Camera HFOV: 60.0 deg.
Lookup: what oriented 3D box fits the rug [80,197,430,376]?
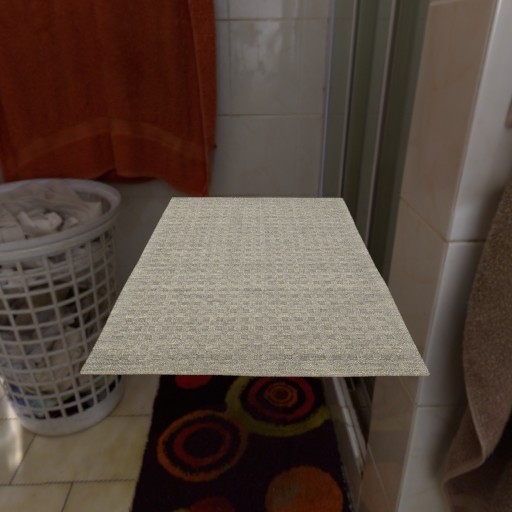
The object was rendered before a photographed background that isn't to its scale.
[{"bbox_3d":[0.000,0.000,2.950,1.532,0.018,2.297,0,27,0],"label":"rug"}]
